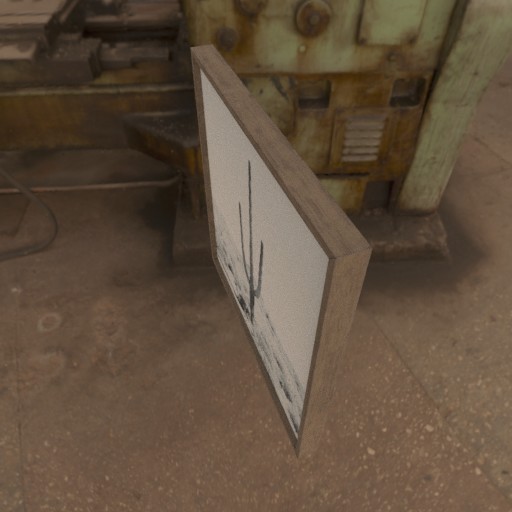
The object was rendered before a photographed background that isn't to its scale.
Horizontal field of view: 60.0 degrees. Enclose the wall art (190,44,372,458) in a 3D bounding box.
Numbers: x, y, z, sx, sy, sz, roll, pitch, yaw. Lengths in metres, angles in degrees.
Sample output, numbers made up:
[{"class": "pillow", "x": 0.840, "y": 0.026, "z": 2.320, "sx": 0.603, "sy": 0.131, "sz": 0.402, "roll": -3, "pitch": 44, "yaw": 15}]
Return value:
[{"class": "wall art", "x": 0.000, "y": 0.000, "z": 0.753, "sx": 0.038, "sy": 0.508, "sz": 0.508, "roll": -15, "pitch": 48, "yaw": -14}]
